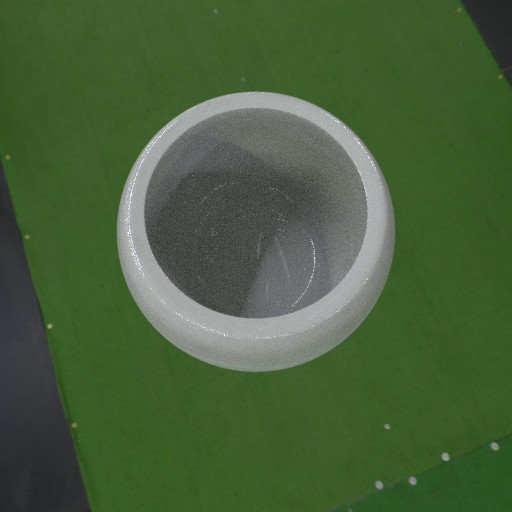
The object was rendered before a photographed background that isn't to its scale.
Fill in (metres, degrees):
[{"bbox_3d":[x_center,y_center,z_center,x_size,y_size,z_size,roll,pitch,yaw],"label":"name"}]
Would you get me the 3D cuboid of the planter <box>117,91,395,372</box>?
[{"bbox_3d":[0.000,0.000,0.439,0.222,0.278,0.222,0,76,0],"label":"planter"}]
